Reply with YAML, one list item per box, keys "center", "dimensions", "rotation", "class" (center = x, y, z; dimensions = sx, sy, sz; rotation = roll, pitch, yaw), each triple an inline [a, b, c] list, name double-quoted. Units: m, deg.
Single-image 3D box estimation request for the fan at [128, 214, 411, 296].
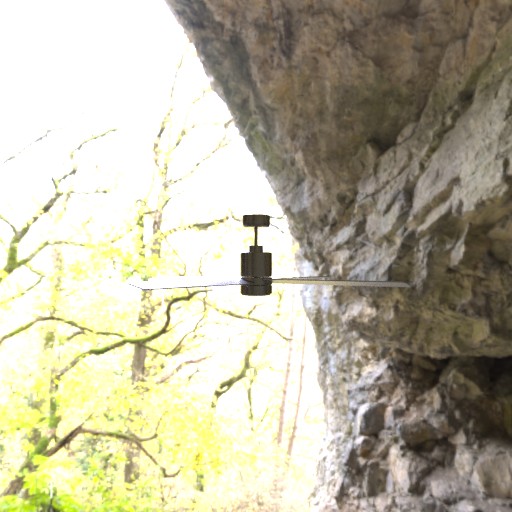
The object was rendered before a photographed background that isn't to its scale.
- center: [0.000, 0.000, 1.946]
  dimensions: [1.322, 0.355, 1.322]
  rotation: [-1, -2, 36]
  class: "fan"
